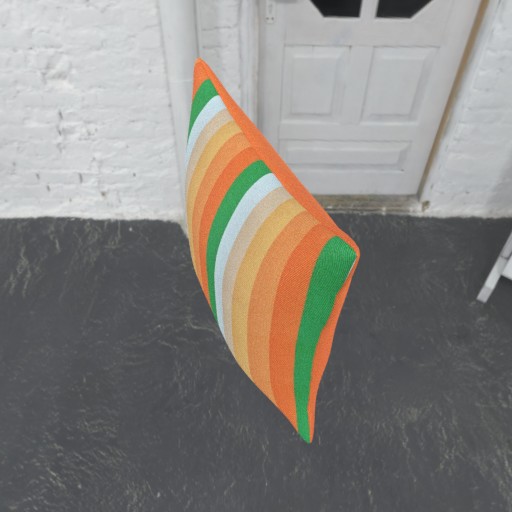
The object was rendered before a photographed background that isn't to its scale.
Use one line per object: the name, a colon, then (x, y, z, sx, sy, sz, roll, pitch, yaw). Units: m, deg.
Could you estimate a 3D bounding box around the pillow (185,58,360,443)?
pillow: (0.000, 0.000, 0.691, 0.169, 0.444, 0.453, -17, 49, -16)
